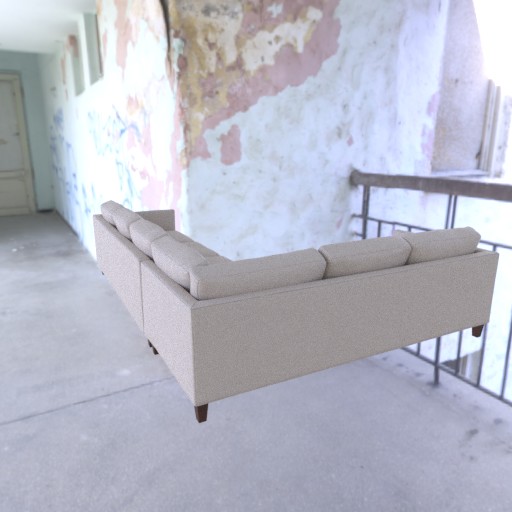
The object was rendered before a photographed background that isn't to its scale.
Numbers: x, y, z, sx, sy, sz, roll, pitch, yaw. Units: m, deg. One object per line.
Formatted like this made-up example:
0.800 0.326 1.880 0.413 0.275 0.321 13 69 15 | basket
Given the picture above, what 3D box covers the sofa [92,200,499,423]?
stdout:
0.000 0.000 4.151 2.432 0.863 3.182 -8 17 -27 | sofa
